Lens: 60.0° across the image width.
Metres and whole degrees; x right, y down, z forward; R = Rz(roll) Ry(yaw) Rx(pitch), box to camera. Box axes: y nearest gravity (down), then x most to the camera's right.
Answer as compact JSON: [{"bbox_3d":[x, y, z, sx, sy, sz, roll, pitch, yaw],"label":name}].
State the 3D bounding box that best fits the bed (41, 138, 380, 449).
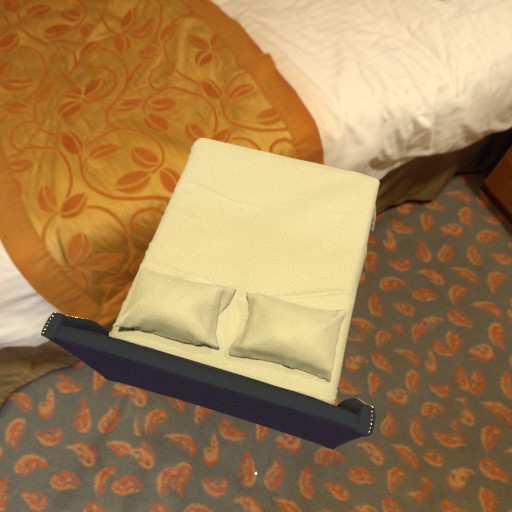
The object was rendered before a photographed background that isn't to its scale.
[{"bbox_3d":[0.000,0.000,3.441,1.925,1.332,2.276,15,65,7],"label":"bed"}]
